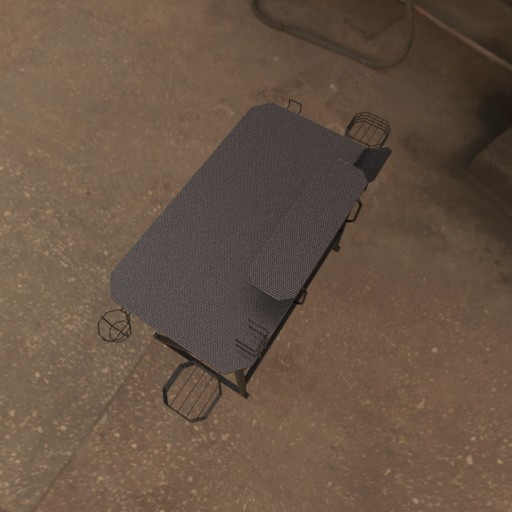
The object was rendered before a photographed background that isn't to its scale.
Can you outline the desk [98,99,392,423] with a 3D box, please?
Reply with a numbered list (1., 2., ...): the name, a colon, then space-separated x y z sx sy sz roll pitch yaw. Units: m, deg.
1. desk: 0.000 0.000 1.769 0.580 0.880 1.290 30 68 13
